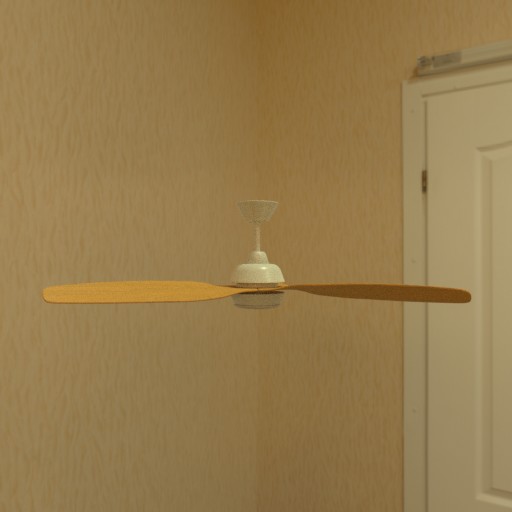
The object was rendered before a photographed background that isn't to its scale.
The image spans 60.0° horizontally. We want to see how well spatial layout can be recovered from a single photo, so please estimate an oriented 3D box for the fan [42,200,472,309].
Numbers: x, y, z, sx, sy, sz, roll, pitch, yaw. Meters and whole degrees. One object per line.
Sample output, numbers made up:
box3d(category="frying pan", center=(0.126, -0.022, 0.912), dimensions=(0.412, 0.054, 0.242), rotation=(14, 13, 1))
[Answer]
box3d(category="fan", center=(0.000, 0.000, 1.646), dimensions=(1.142, 0.355, 1.010), rotation=(0, 0, 1))
